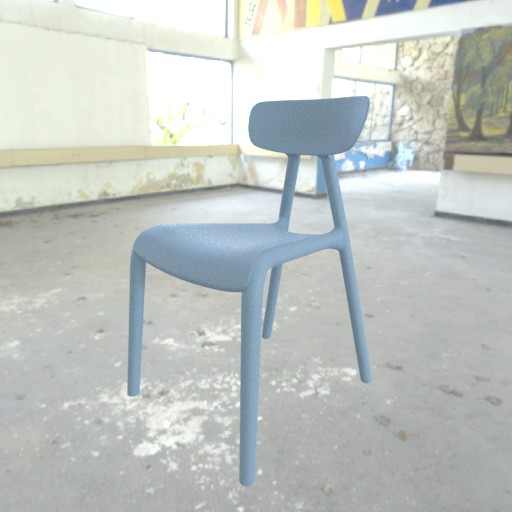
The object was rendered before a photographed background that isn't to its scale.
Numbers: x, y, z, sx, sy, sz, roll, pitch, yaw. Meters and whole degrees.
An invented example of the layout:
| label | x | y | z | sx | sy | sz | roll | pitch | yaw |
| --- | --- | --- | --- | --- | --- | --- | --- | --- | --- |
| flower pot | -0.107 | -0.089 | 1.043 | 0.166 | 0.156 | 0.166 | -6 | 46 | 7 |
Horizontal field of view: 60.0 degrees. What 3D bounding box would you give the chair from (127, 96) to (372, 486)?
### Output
| label | x | y | z | sx | sy | sz | roll | pitch | yaw |
| --- | --- | --- | --- | --- | --- | --- | --- | --- | --- |
| chair | 0.000 | 0.000 | 0.844 | 0.356 | 0.580 | 0.401 | 15 | 22 | 42 |
